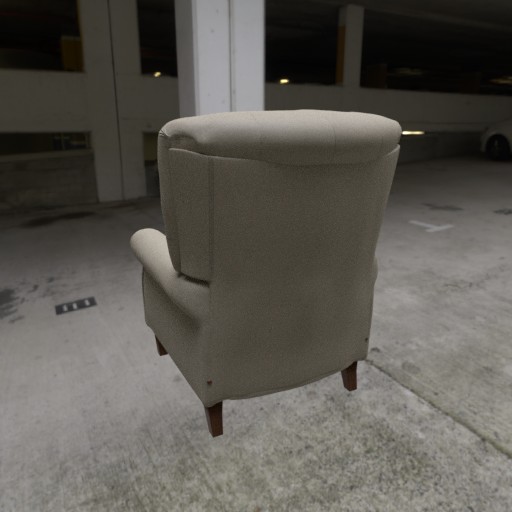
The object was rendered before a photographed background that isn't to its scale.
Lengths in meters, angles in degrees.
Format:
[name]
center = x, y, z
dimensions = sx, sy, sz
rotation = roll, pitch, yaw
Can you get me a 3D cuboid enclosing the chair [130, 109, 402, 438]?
[chair]
center = 0.000, 0.000, 1.892
dimensions = 0.943, 1.158, 1.059
rotation = -8, 18, -26
